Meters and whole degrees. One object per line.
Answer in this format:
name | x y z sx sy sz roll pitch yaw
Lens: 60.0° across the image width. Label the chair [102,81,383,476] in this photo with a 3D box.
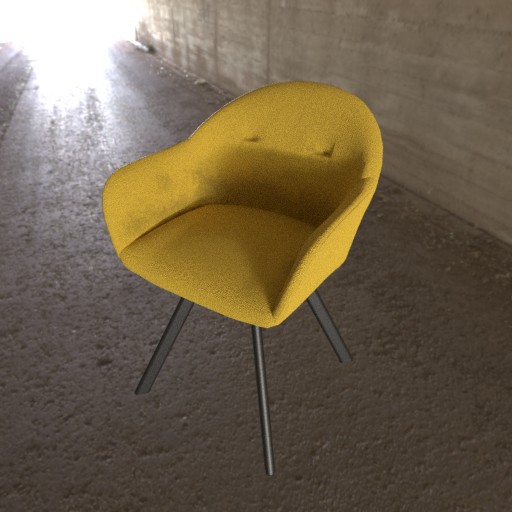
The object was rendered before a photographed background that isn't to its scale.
chair | 0.000 0.000 1.142 0.545 0.775 0.565 19 36 28
